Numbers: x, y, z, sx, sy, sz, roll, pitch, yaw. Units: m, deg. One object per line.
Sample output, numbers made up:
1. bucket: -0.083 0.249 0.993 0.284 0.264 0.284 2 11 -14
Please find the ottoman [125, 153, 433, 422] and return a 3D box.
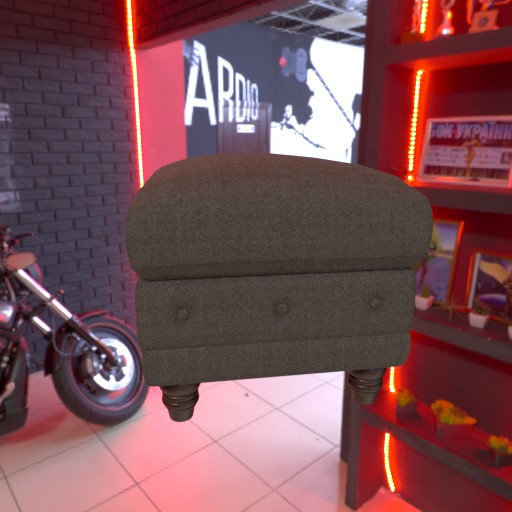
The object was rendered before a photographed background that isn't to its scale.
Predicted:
1. ottoman: 0.000 0.000 1.239 0.599 0.555 0.809 -2 14 -9
